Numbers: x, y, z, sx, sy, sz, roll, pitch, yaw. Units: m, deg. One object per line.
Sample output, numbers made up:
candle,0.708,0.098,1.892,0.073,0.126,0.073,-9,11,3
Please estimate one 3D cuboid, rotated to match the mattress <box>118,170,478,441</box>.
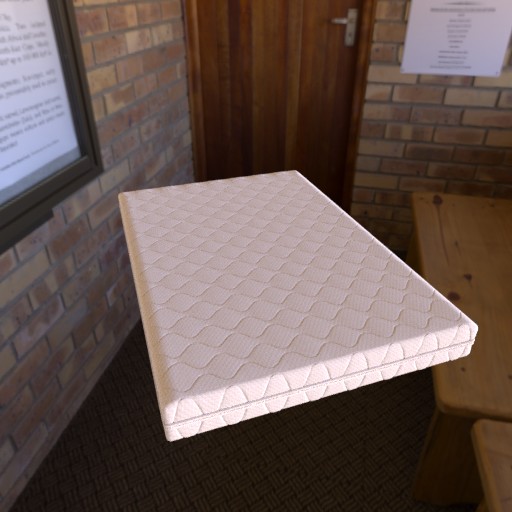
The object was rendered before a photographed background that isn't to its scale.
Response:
mattress,0.000,0.000,2.593,1.400,0.200,2.000,-10,33,-16
